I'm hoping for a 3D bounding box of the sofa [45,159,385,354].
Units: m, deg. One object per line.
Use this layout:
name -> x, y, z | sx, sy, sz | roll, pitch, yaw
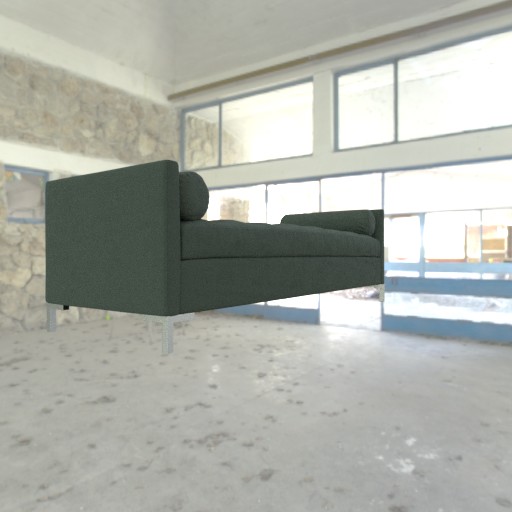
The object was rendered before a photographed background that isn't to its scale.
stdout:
sofa -> 0.000, 0.000, 2.539 | 0.797, 0.657, 2.102 | 0, 0, 36
